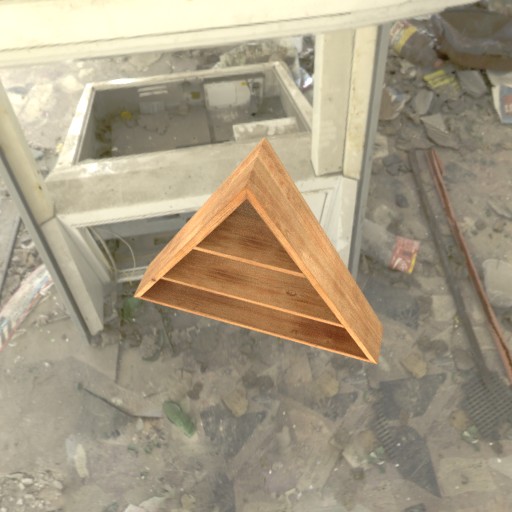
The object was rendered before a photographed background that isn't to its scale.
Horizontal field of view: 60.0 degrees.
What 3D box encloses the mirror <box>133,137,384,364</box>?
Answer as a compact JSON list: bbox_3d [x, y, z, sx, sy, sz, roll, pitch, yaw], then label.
[{"bbox_3d":[0.000,0.000,0.886,0.631,0.548,0.100,14,60,8],"label":"mirror"}]
